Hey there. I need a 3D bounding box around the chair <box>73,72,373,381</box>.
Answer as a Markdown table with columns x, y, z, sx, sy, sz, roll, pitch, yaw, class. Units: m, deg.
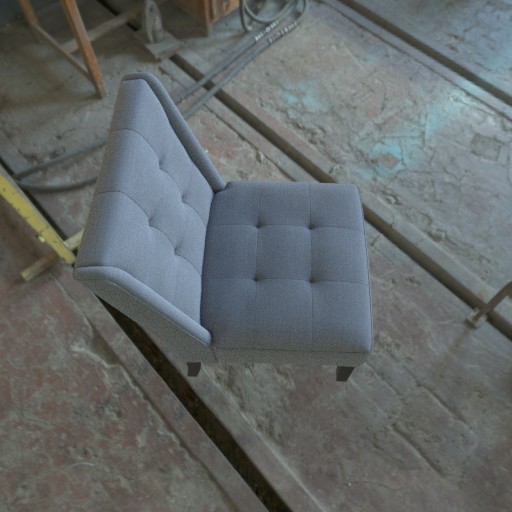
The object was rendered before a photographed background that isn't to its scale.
| x | y | z | sx | sy | sz | roll | pitch | yaw | class |
| --- | --- | --- | --- | --- | --- | --- | --- | --- | --- |
| 0.000 | 0.000 | 1.308 | 0.676 | 0.853 | 0.569 | 2 | 63 | 1 | chair |
